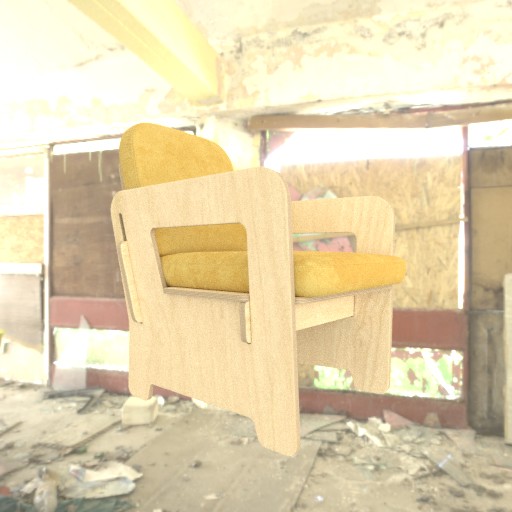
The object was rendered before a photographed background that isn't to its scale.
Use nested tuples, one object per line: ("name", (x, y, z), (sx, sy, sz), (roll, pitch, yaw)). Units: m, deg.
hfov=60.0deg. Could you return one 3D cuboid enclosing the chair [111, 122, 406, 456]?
("chair", (0.000, 0.000, 1.252), (0.710, 0.800, 0.590), (0, 1, 37))
